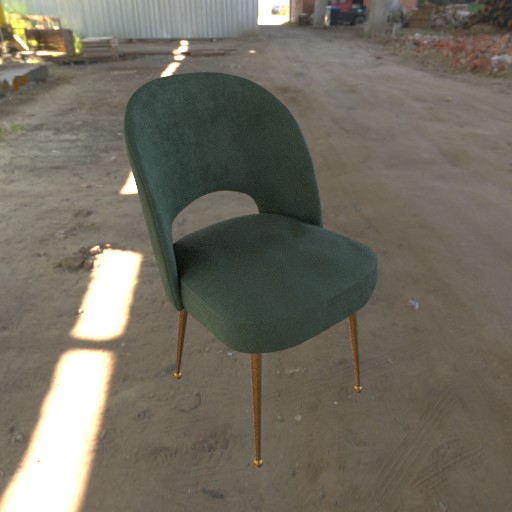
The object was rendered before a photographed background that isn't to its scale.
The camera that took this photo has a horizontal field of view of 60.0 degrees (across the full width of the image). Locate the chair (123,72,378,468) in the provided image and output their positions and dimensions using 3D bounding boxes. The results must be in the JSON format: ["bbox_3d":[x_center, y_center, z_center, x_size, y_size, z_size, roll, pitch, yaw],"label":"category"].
[{"bbox_3d":[0.000,0.000,1.188,0.527,0.860,0.577,-22,36,-34],"label":"chair"}]
